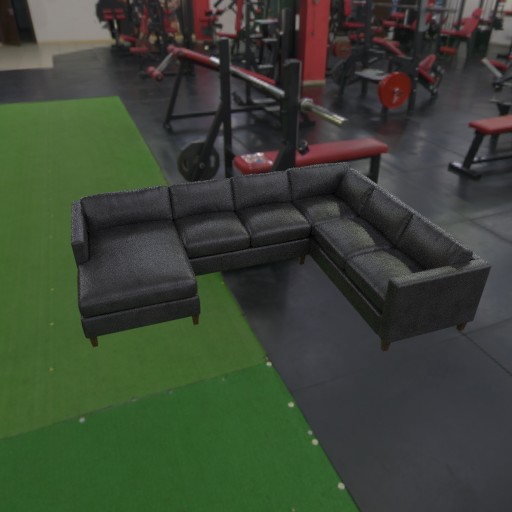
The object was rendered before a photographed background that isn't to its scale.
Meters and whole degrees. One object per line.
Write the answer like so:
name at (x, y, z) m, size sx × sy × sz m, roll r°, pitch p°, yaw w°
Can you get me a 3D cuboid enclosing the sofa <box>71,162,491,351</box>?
sofa at (0.000, 0.000, 4.358) m, size 3.324 × 0.891 × 2.452 m, roll -10°, pitch 34°, yaw -16°
